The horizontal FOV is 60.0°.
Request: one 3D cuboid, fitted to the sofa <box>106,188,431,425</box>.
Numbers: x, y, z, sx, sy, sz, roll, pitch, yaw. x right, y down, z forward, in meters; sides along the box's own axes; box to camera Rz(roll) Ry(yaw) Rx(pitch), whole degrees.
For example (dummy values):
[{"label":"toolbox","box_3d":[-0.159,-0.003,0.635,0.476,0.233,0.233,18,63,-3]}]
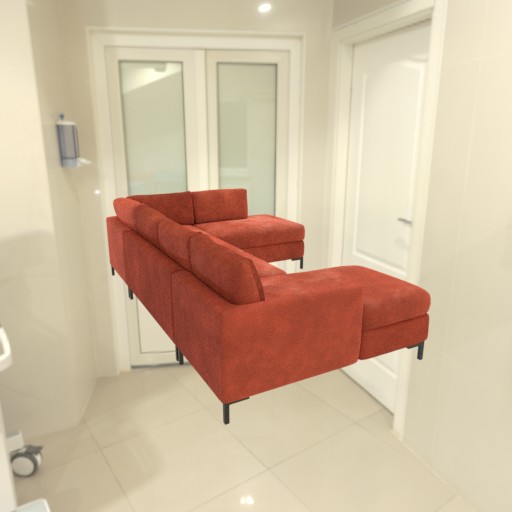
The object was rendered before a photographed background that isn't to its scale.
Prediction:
[{"label":"sofa","box_3d":[0.000,0.000,3.836,1.981,0.858,2.971,-8,17,-27]}]
